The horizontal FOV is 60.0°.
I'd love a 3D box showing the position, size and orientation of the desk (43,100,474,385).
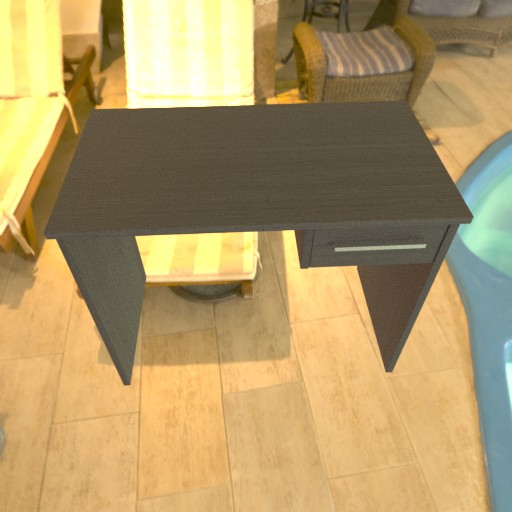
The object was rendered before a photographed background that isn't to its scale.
[{"bbox_3d":[0.000,0.000,1.351,0.893,0.724,0.498,-2,47,-2],"label":"desk"}]
